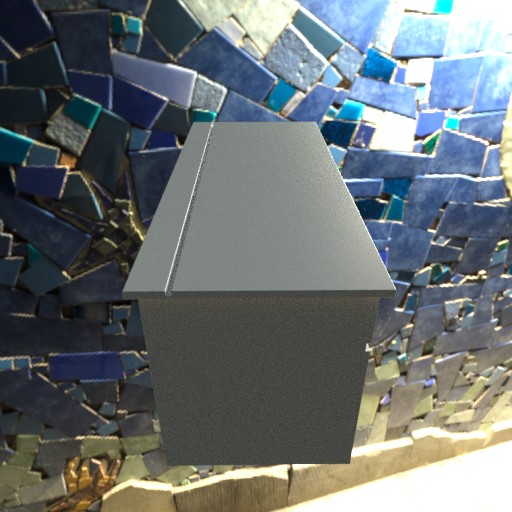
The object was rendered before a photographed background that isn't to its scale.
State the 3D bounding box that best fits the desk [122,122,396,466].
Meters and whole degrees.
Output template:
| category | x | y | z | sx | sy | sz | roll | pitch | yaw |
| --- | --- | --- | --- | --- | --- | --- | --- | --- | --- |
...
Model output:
| category | x | y | z | sx | sy | sz | roll | pitch | yaw |
| --- | --- | --- | --- | --- | --- | --- | --- | --- | --- |
| desk | 0.000 | 0.000 | 1.952 | 0.670 | 0.760 | 1.580 | 0 | 31 | -1 |
